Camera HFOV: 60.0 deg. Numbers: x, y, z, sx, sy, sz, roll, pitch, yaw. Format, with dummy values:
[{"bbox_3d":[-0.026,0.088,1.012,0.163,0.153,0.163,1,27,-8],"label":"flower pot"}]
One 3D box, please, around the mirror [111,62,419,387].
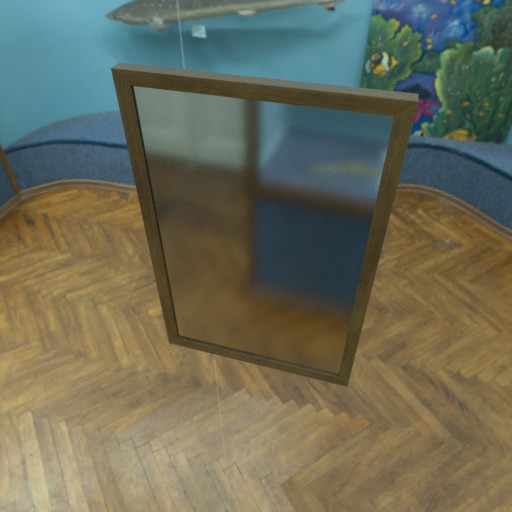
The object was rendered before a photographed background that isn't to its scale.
[{"bbox_3d":[0.000,0.000,1.164,0.609,0.915,0.040,11,43,12],"label":"mirror"}]
